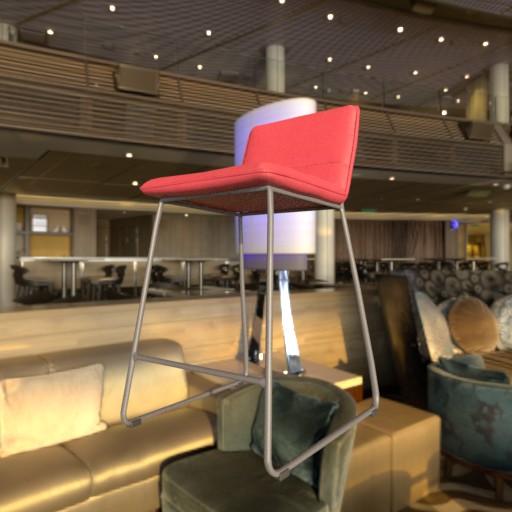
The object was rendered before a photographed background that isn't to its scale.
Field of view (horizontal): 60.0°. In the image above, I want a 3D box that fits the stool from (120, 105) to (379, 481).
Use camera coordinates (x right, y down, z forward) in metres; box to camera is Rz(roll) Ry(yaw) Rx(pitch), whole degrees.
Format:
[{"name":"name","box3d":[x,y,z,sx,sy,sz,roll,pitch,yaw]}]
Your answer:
[{"name":"stool","box3d":[0.000,0.000,1.175,0.489,0.866,0.524,0,-1,36]}]
